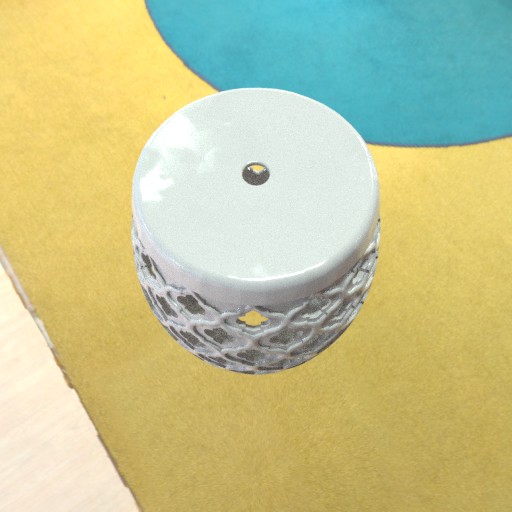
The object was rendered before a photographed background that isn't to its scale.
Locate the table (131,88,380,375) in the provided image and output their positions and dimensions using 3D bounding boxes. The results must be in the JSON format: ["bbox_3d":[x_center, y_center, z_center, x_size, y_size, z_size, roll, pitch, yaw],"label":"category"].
[{"bbox_3d":[0.000,0.000,0.639,0.325,0.388,0.325,0,63,0],"label":"table"}]
